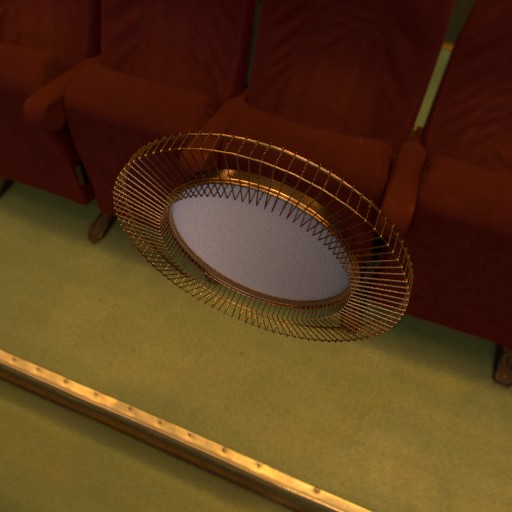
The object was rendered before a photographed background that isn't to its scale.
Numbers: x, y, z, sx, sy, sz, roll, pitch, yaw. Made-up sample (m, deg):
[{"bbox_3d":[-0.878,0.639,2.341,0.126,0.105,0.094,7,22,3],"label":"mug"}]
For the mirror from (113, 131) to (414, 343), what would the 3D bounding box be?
[{"bbox_3d":[0.000,0.000,1.040,0.703,0.703,0.067,18,60,11],"label":"mirror"}]
